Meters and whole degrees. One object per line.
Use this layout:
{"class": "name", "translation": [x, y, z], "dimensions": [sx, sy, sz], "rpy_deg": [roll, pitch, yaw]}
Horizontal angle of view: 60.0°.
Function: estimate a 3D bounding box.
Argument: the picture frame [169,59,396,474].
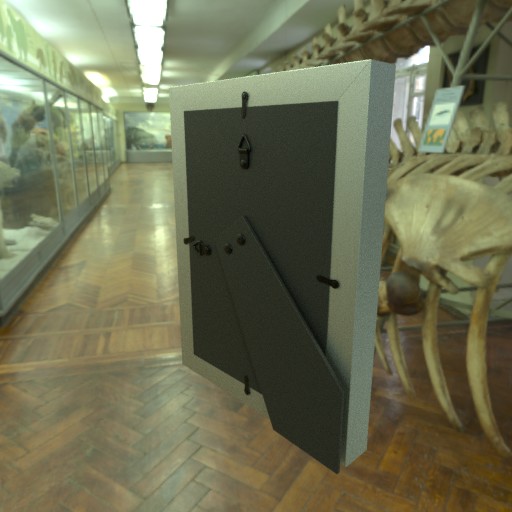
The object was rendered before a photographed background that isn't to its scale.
{"class": "picture frame", "translation": [0.000, 0.000, 0.276], "dimensions": [0.028, 0.208, 0.157], "rpy_deg": [-14, 21, -41]}
